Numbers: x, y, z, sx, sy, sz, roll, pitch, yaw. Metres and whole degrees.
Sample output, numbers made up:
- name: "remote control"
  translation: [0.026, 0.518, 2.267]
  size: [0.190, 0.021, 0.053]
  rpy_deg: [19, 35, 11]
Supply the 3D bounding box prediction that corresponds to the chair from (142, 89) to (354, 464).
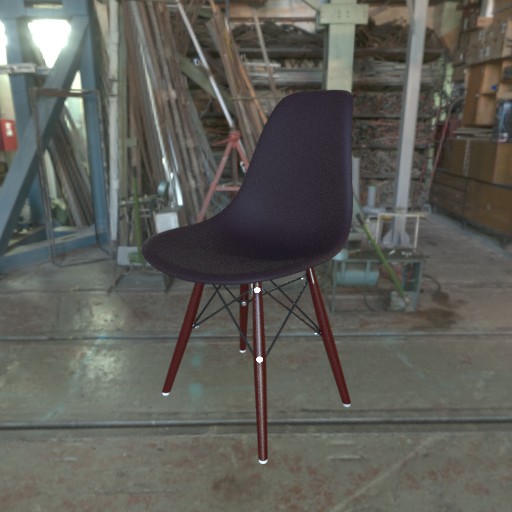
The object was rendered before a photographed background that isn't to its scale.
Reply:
- name: "chair"
  translation: [0.000, 0.000, 1.143]
  size: [0.470, 0.826, 0.533]
  rpy_deg: [15, 23, 41]
